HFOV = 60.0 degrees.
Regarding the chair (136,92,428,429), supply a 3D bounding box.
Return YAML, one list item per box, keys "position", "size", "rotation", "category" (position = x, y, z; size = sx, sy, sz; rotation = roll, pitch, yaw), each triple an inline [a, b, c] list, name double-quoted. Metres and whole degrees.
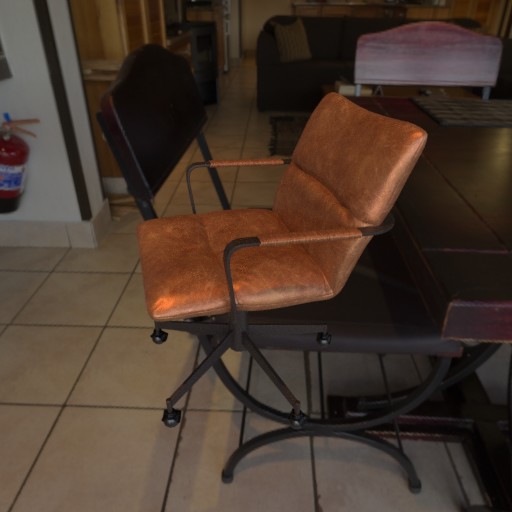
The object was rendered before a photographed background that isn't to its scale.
- position: [0.000, 0.000, 1.467]
  size: [0.754, 0.922, 0.727]
  rotation: [-8, 31, -14]
  category: "chair"
